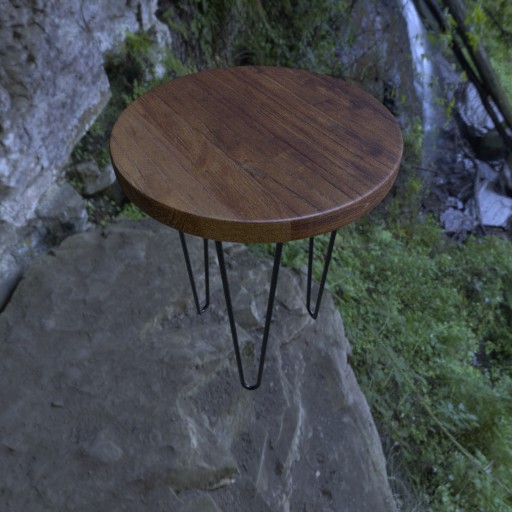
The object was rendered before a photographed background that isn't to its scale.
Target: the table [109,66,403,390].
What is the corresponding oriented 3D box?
[{"bbox_3d":[0.000,0.000,0.801,0.400,0.520,0.400,0,46,0],"label":"table"}]
